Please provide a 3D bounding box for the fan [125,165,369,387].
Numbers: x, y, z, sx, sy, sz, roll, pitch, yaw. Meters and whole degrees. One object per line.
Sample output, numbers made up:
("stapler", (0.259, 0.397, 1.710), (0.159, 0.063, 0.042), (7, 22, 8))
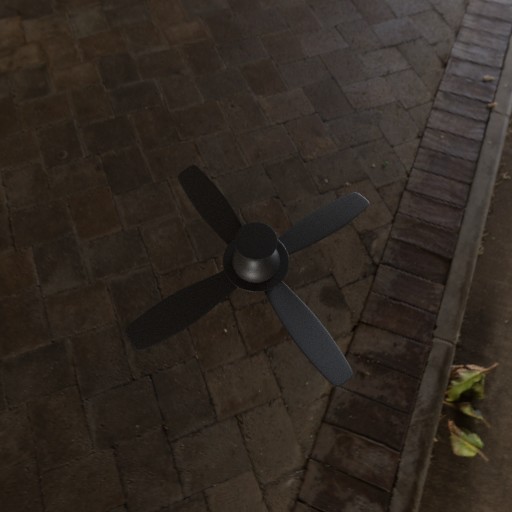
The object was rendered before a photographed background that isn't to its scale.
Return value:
("fan", (0.000, 0.000, 2.576), (1.694, 0.382, 1.694), (-31, 68, -14))
